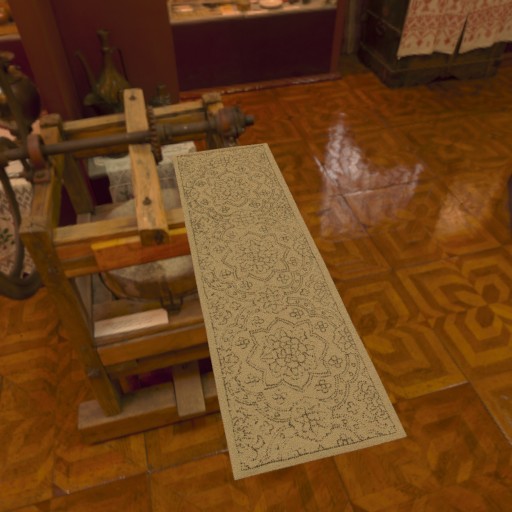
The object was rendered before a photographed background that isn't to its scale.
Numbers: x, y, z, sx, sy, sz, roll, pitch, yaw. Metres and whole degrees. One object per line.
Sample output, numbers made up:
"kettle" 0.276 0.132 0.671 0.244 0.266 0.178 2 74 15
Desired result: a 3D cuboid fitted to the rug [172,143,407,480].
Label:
"rug" 0.000 0.000 2.692 0.769 0.012 2.448 -10 46 -9
